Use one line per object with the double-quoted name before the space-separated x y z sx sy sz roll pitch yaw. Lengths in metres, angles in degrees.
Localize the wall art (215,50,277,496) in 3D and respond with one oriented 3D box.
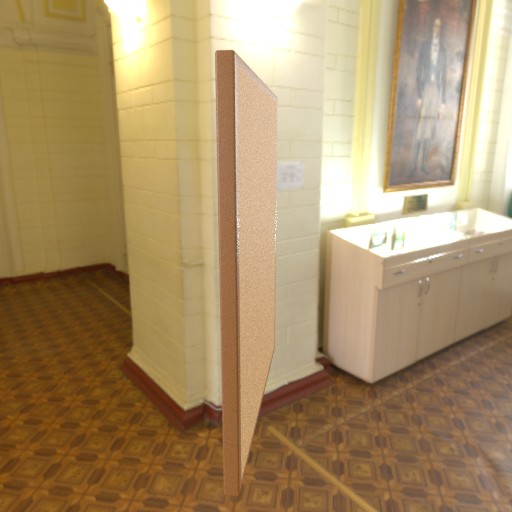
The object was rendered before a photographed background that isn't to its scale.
"wall art" 0.000 0.000 0.511 0.015 0.379 0.310 2 14 8
